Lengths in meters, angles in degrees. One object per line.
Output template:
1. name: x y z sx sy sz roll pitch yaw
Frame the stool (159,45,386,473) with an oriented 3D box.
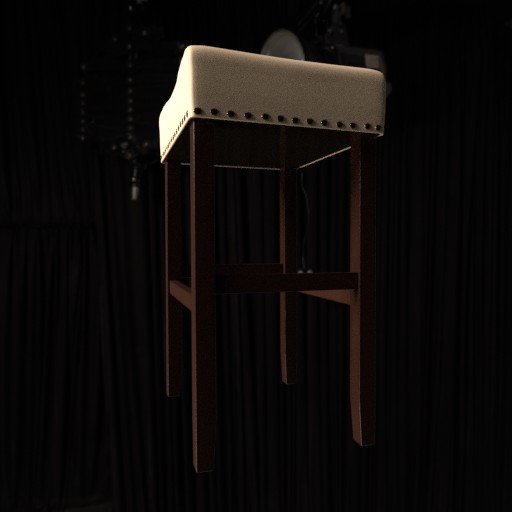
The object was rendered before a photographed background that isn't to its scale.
1. stool: 0.000 0.000 1.046 0.401 0.762 0.471 -1 2 -18
